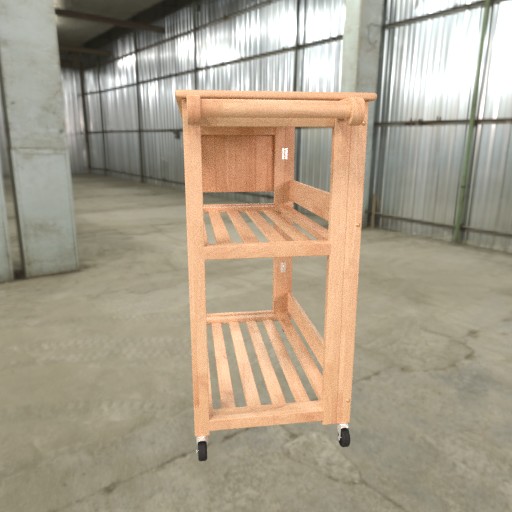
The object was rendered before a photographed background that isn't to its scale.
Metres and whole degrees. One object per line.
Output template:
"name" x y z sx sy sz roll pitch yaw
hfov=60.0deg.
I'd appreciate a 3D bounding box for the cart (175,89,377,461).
"cart" 0.000 0.000 1.358 0.432 0.879 0.853 -2 14 -8
